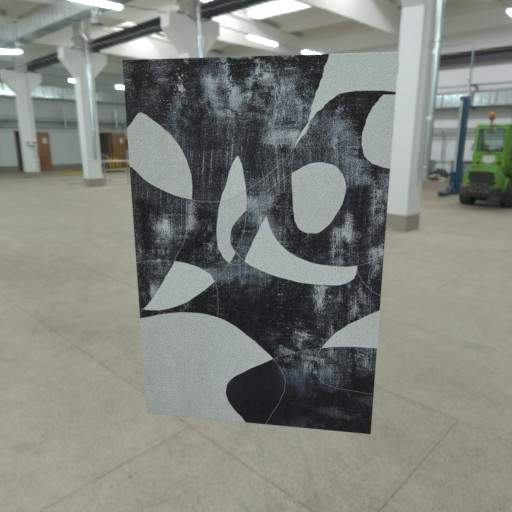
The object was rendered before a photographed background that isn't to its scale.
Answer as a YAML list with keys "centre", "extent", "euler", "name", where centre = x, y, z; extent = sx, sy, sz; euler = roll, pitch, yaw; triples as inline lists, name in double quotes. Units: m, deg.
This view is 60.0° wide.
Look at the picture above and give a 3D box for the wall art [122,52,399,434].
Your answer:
- centre: [0.000, 0.000, 0.738]
  extent: [0.407, 0.610, 0.039]
  euler: [2, 14, 8]
  name: "wall art"
